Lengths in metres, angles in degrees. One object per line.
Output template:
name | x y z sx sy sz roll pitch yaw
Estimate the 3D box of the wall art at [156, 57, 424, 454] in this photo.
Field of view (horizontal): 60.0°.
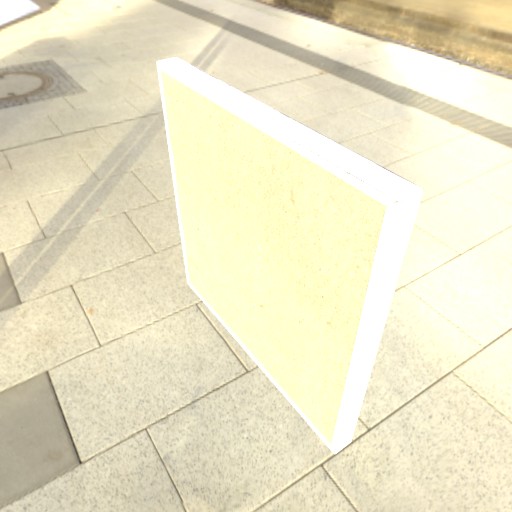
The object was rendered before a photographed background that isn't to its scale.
wall art | 0.000 0.000 0.745 0.038 0.508 0.508 -25 47 -26
